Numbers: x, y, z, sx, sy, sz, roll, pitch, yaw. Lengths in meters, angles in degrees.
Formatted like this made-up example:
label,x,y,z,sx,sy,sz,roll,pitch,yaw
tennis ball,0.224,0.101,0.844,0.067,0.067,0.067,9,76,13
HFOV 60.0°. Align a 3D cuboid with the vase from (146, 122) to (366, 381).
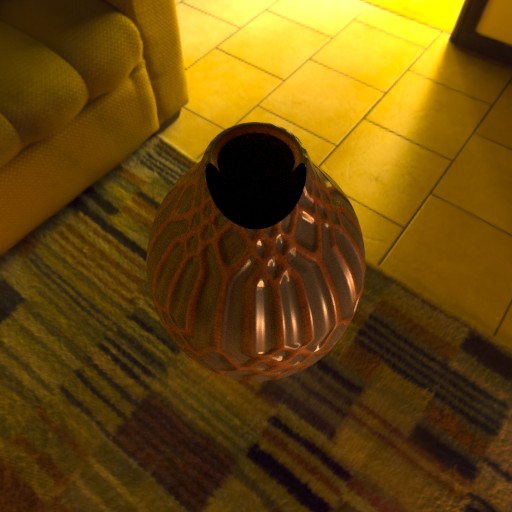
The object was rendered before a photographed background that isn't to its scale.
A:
label,x,y,z,sx,sy,sz,roll,pitch,yaw
vase,0.000,0.000,0.139,0.069,0.088,0.069,0,59,0
